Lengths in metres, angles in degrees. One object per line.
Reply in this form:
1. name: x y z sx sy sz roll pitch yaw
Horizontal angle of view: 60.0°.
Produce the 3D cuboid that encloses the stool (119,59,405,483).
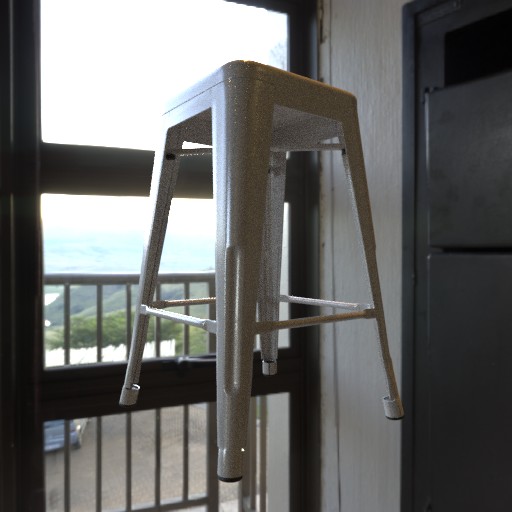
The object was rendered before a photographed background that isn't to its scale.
1. stool: 0.000 0.000 0.866 0.406 0.610 0.406 0 0 -37
